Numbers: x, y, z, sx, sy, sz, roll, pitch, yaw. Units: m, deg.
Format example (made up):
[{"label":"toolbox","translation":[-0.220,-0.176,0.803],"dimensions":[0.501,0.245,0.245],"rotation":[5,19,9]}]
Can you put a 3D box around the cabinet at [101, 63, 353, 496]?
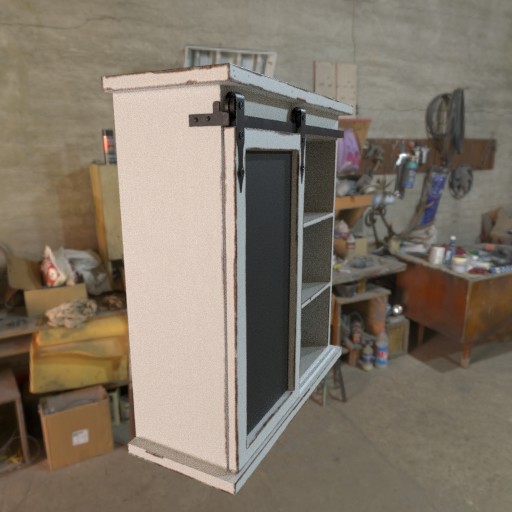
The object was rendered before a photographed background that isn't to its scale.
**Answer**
[{"label":"cabinet","translation":[0.000,0.000,0.875],"dimensions":[0.210,0.603,0.541],"rotation":[7,14,27]}]
